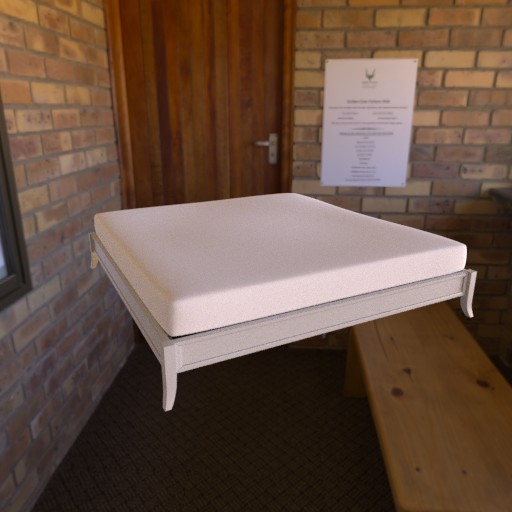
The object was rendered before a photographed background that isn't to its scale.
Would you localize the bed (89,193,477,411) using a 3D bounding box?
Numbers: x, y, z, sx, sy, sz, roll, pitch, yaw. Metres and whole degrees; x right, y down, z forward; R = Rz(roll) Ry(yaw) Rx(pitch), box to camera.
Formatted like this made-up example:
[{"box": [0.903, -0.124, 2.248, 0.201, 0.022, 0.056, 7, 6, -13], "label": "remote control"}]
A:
[{"box": [0.000, 0.000, 3.176, 2.007, 0.510, 2.108, -9, 20, -26], "label": "bed"}]
